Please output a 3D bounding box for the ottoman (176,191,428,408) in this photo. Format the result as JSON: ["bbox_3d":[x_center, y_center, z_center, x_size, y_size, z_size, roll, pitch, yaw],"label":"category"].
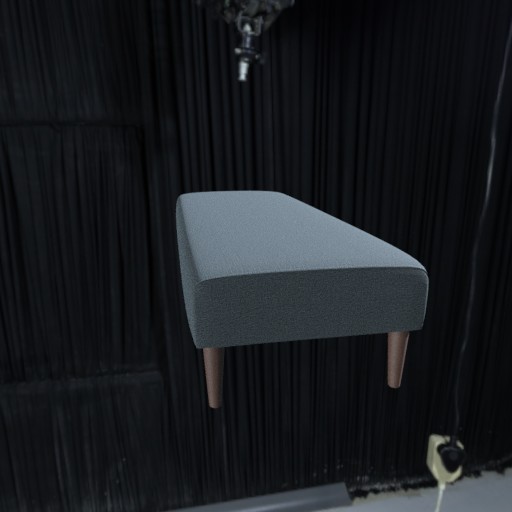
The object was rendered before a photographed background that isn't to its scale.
[{"bbox_3d":[0.000,0.000,1.883,0.646,0.393,1.609,-3,15,-11],"label":"ottoman"}]
